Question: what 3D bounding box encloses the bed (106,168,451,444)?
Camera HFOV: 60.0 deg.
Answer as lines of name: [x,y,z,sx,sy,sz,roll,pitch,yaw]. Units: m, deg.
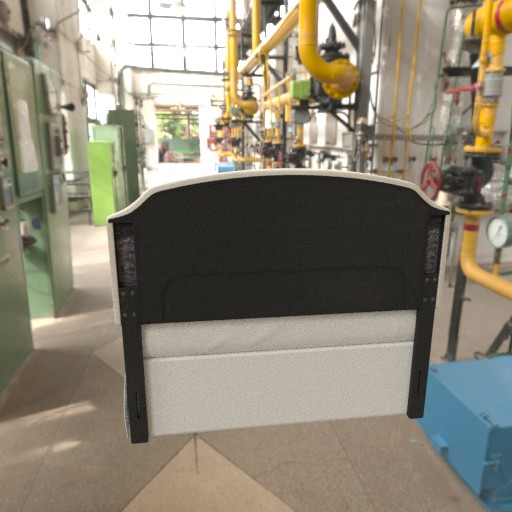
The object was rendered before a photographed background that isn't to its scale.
bed: [0.000,0.000,2.980,1.558,1.270,1.999,-2,15,-8]
